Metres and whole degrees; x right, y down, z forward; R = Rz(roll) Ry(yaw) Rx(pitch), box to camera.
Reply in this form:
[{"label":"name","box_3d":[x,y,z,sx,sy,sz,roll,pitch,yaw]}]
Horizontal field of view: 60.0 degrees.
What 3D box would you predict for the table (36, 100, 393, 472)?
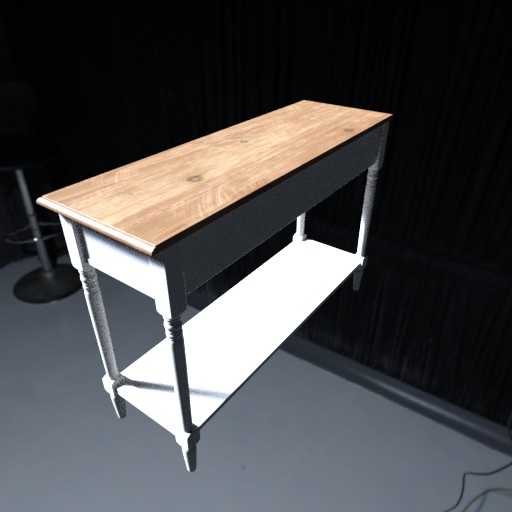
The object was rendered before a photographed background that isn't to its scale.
[{"label":"table","box_3d":[0.000,0.000,1.573,0.399,0.800,1.219,21,38,30]}]
